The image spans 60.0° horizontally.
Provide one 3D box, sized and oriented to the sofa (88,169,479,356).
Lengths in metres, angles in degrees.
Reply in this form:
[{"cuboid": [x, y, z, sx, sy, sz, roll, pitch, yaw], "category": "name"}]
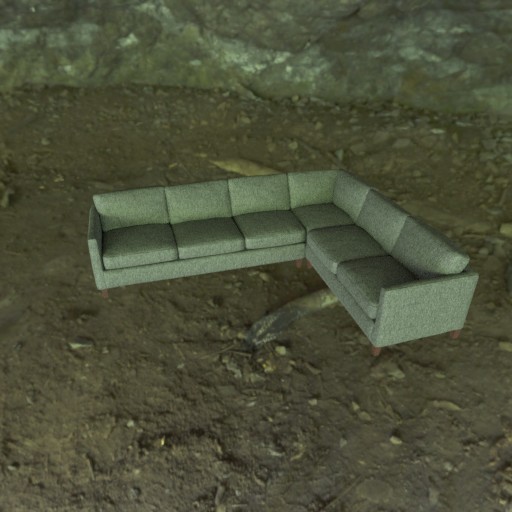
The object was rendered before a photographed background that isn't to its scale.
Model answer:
[{"cuboid": [0.000, 0.000, 4.579, 3.302, 0.947, 2.593, -8, 31, -14], "category": "sofa"}]
